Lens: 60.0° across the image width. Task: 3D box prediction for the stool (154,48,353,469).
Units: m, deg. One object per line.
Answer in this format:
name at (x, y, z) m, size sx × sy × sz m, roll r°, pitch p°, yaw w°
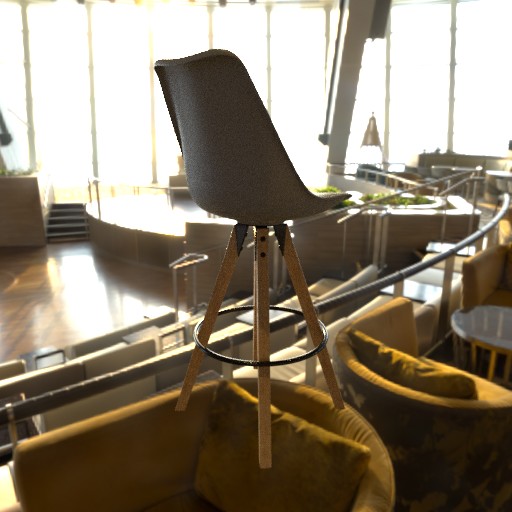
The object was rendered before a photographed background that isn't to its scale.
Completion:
stool at (0.000, 0.000, 1.398) m, size 0.485 × 1.115 × 0.550 m, roll 14°, pitch 21°, yaw 41°
